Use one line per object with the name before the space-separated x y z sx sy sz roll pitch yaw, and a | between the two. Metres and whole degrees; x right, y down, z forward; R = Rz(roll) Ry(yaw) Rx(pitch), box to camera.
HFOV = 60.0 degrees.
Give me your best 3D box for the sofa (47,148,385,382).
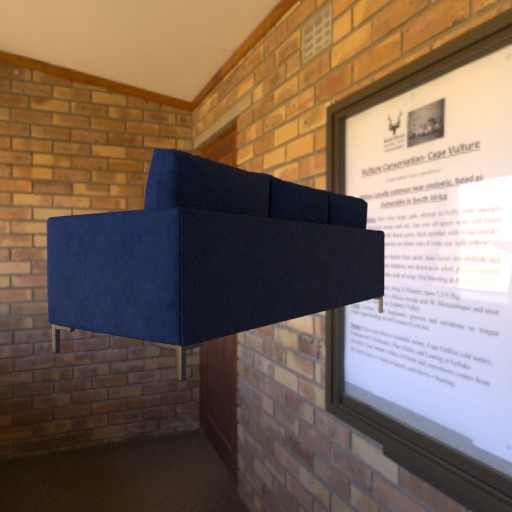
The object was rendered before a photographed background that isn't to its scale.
sofa | 0.000 0.000 2.720 0.875 0.879 2.252 0 1 35
